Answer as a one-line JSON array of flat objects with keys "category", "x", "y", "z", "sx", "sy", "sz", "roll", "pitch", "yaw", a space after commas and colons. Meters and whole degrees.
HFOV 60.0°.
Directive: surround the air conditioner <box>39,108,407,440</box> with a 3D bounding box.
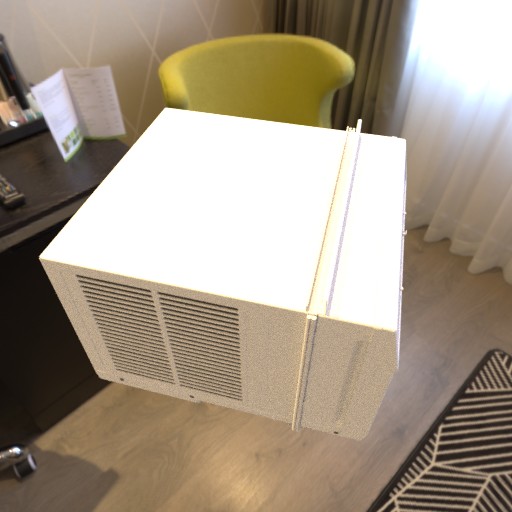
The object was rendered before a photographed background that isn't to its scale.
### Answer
[{"category": "air conditioner", "x": 0.000, "y": 0.000, "z": 0.889, "sx": 0.546, "sy": 0.388, "sz": 0.503, "roll": 11, "pitch": 46, "yaw": 10}]
